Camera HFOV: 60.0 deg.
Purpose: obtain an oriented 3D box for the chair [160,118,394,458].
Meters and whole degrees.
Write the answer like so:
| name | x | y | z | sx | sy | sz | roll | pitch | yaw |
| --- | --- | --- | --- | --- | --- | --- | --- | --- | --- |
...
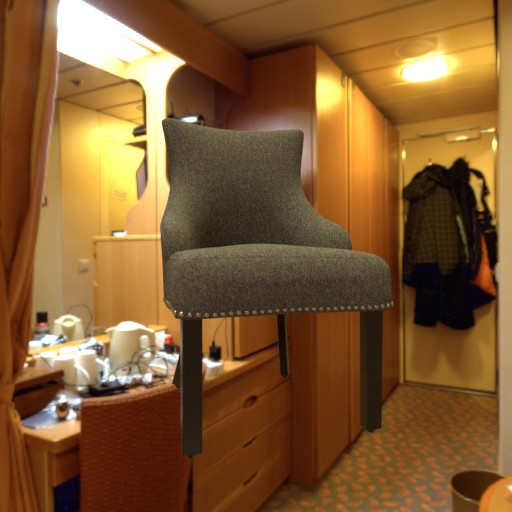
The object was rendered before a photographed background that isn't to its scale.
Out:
| name | x | y | z | sx | sy | sz | roll | pitch | yaw |
| --- | --- | --- | --- | --- | --- | --- | --- | --- | --- |
| chair | 0.000 | 0.000 | 1.324 | 0.566 | 0.909 | 0.629 | 0 | 1 | -17 |
